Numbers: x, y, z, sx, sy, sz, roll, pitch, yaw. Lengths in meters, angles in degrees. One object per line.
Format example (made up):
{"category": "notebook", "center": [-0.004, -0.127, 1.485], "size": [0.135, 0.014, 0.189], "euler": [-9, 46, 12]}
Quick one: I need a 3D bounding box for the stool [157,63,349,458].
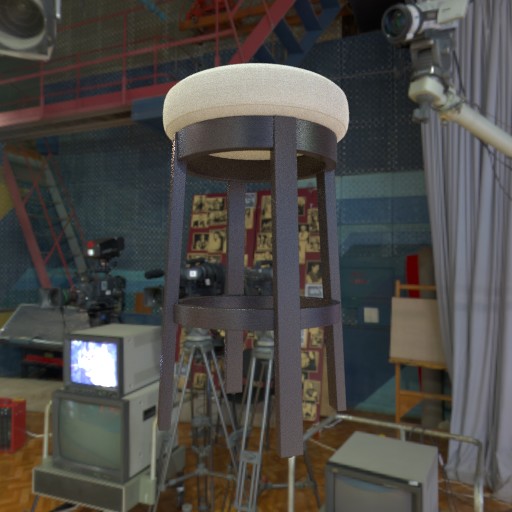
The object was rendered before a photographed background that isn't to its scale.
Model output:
{"category": "stool", "center": [0.000, 0.000, 1.037], "size": [0.446, 0.758, 0.446], "euler": [0, -1, 0]}
